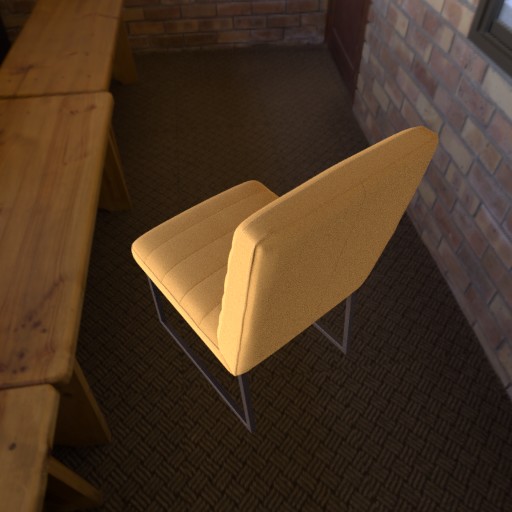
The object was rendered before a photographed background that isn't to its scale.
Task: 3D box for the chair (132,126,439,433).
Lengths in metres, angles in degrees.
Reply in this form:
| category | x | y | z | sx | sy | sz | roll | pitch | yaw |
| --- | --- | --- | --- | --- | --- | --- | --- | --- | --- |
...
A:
| category | x | y | z | sx | sy | sz | roll | pitch | yaw |
| --- | --- | --- | --- | --- | --- | --- | --- | --- | --- |
| chair | 0.000 | 0.000 | 1.307 | 0.520 | 0.930 | 0.634 | -32 | 55 | -26 |
